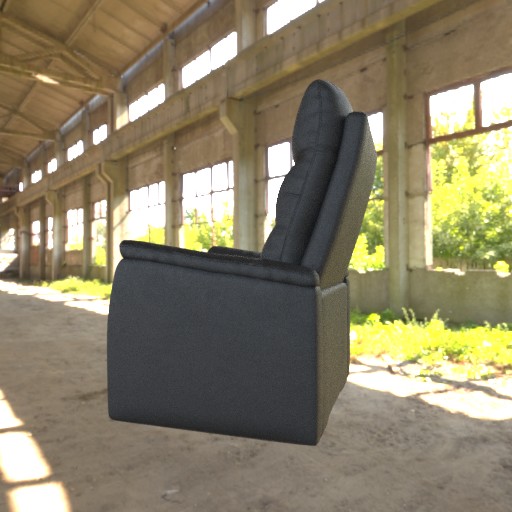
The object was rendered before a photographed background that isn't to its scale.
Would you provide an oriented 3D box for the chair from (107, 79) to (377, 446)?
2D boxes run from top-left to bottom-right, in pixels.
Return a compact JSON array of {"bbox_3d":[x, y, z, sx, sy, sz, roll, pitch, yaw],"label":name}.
[{"bbox_3d":[0.000,0.000,1.619,0.831,1.082,0.775,0,0,18],"label":"chair"}]
